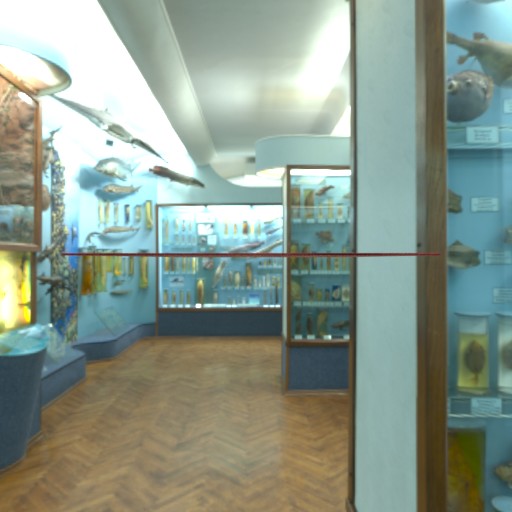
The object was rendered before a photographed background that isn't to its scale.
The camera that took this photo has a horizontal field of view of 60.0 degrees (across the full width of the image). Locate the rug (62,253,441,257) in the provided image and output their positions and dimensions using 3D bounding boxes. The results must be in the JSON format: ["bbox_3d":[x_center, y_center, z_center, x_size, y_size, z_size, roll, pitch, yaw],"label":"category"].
[{"bbox_3d":[0.000,0.000,2.323,1.223,0.008,1.817,0,0,1],"label":"rug"}]
